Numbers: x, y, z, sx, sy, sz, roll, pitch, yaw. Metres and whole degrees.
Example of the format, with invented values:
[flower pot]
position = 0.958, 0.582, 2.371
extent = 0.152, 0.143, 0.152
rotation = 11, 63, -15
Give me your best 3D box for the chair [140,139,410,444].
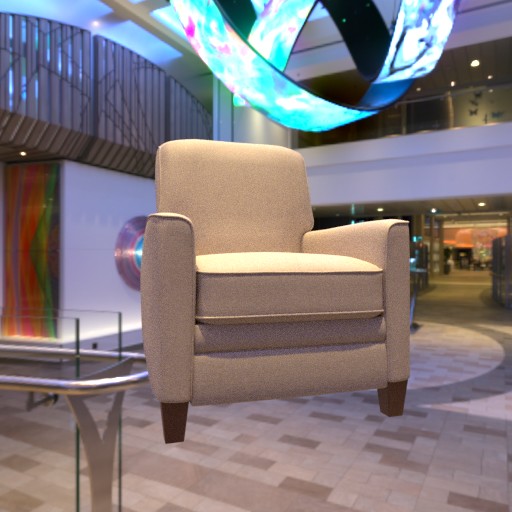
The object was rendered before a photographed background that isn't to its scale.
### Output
[chair]
position = 0.000, 0.000, 1.670
extent = 0.841, 1.023, 0.858
rotation = 0, 0, -17
